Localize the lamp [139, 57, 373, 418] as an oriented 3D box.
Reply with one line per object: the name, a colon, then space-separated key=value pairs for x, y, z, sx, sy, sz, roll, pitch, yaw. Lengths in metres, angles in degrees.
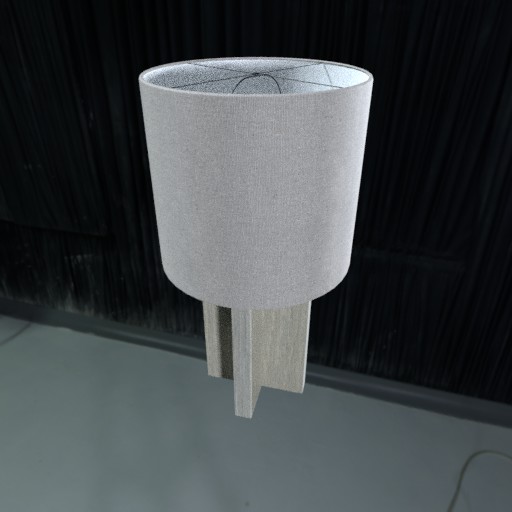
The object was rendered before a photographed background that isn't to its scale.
lamp: x=0.000 y=0.000 z=0.552 sx=0.229 sy=0.428 sz=0.229 roll=8 pitch=32 yaw=12
